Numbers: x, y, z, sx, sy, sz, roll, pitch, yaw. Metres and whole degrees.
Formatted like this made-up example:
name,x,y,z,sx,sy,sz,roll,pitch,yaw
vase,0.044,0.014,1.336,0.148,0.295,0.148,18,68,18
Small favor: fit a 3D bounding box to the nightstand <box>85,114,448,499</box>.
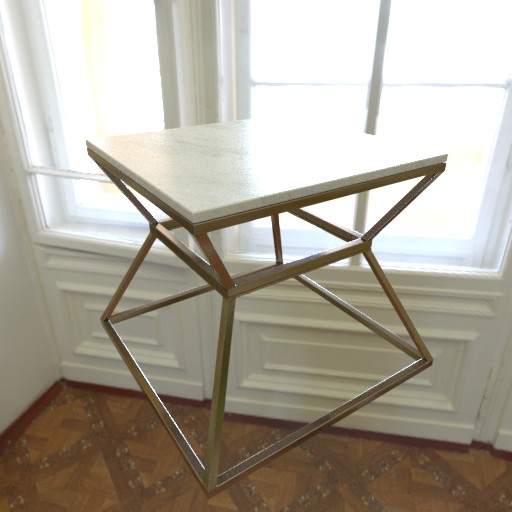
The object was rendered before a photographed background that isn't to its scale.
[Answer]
name,x,y,z,sx,sy,sz,roll,pitch,yaw
nightstand,0.000,0.000,0.860,0.513,0.426,0.514,-17,32,-30
